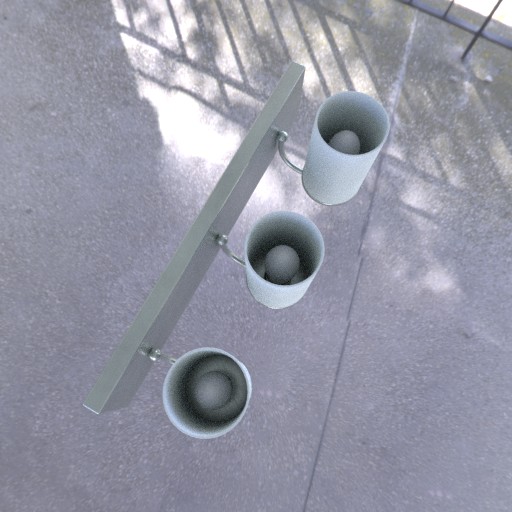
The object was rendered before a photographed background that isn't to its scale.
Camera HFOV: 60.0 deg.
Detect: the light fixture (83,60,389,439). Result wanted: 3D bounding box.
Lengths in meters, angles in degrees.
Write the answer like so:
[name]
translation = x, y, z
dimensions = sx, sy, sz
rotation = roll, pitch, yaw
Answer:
[light fixture]
translation = 0.000, 0.000, 0.524
dimensions = 0.145, 0.172, 0.451
rotation = 28, 77, 7
